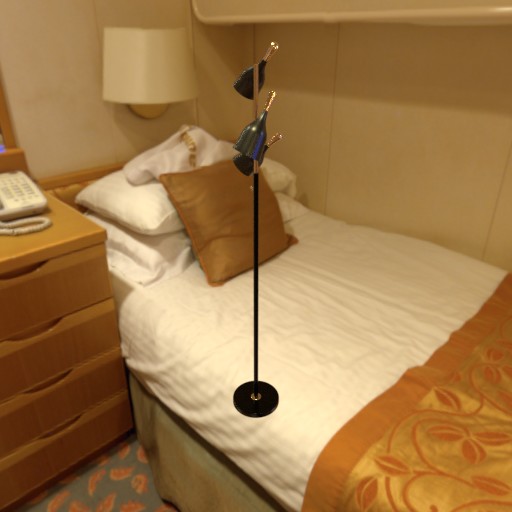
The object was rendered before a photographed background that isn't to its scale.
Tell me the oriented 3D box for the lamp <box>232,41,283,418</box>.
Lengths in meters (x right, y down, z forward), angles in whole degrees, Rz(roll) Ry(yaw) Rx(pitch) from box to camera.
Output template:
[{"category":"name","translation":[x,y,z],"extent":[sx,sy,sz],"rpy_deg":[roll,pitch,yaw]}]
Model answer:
[{"category":"lamp","translation":[0.000,0.000,2.042],"extent":[0.253,1.778,0.434],"rpy_deg":[0,27,-1]}]
